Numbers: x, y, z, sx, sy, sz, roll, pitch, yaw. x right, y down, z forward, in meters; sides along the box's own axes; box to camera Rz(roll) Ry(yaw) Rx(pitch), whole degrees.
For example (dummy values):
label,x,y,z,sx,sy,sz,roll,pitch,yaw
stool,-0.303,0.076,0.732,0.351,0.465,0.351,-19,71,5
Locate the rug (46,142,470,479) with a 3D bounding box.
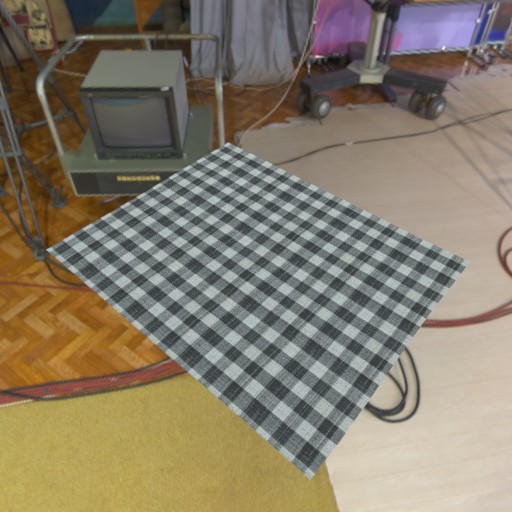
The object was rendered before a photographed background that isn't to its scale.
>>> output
label,x,y,z,sx,sy,sz,roll,pitch,yaw
rug,0.000,0.000,4.036,3.021,0.013,2.432,32,54,27
